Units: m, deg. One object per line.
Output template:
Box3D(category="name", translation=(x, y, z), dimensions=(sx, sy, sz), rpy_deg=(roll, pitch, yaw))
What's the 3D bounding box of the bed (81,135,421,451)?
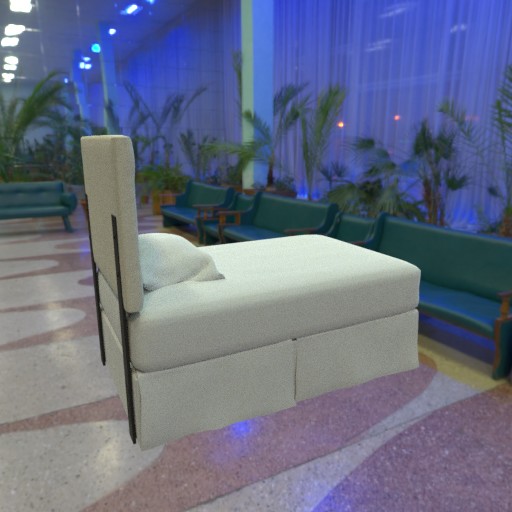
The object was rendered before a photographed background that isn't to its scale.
Box3D(category="bed", translation=(0.000, 0.000, 3.008), dimensions=(1.997, 1.571, 1.261), rpy_deg=(-8, 17, -27))
